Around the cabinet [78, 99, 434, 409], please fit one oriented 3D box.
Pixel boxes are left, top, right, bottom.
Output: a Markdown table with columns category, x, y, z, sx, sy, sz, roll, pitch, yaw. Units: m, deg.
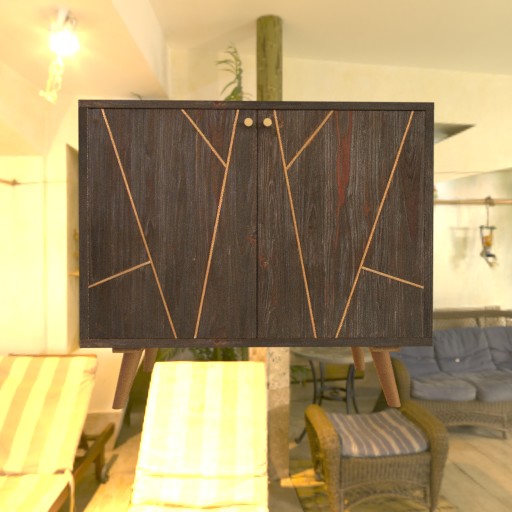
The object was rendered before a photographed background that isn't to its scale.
| category | x | y | z | sx | sy | sz | roll | pitch | yaw |
| --- | --- | --- | --- | --- | --- | --- | --- | --- | --- |
| cabinet | 0.000 | 0.000 | 1.510 | 1.023 | 0.897 | 0.529 | 0 | 1 | -1 |
